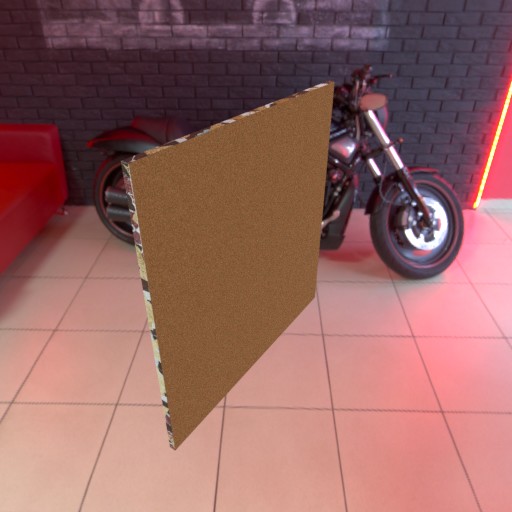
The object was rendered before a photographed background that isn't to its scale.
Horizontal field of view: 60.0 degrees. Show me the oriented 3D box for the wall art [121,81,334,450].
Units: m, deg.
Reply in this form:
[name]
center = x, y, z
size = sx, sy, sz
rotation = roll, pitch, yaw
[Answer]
[wall art]
center = 0.000, 0.000, 0.631
size = 0.010, 0.406, 0.404
rotation = 20, 38, 28
